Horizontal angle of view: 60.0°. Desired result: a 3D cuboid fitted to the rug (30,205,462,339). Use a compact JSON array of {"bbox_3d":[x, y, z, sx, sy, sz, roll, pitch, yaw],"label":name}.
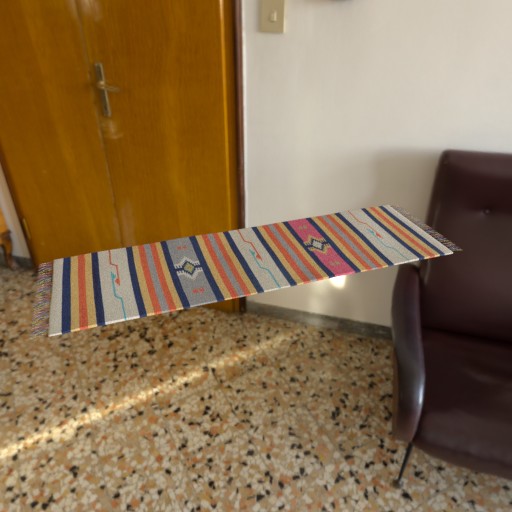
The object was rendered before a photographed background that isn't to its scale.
[{"bbox_3d":[0.000,0.000,2.660,2.455,0.017,0.695,-10,34,-16],"label":"rug"}]
